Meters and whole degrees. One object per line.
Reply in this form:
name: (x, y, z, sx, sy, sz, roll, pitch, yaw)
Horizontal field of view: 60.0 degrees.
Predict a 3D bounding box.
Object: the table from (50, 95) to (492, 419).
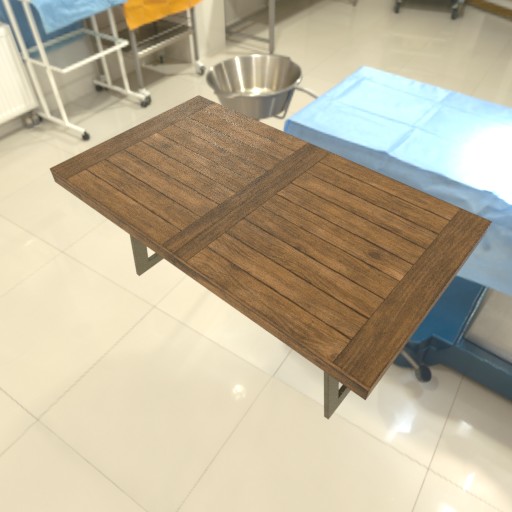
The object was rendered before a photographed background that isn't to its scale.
table: (0.000, 0.000, 2.135, 1.641, 0.757, 0.931, 32, 54, 27)
